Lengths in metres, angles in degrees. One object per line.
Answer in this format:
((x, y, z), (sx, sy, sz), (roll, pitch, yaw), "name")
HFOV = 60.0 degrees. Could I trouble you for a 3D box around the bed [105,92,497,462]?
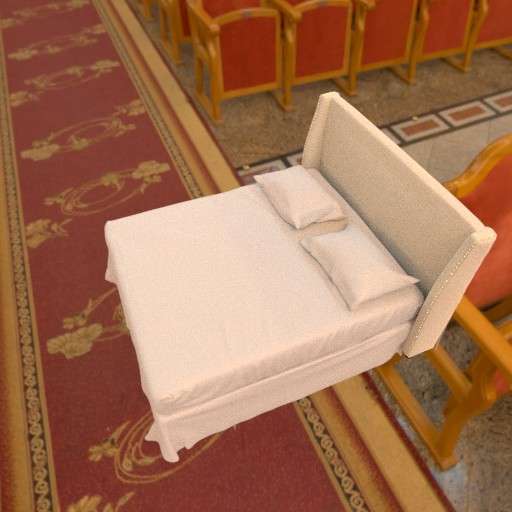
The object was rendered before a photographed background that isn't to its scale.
((0.000, 0.000, 3.333), (2.276, 1.332, 1.925), (-17, 50, -15), "bed")
